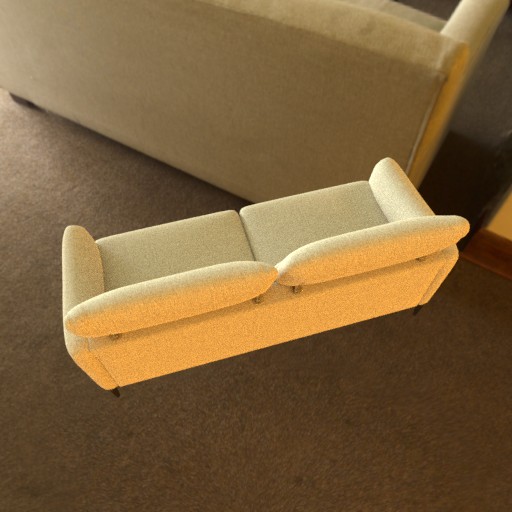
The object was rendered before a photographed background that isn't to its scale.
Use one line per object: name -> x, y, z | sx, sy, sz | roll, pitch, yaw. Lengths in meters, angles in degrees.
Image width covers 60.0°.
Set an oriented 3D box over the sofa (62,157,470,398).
sofa -> 0.000, 0.000, 2.440 | 2.015, 0.956, 0.856 | -13, 58, -9
